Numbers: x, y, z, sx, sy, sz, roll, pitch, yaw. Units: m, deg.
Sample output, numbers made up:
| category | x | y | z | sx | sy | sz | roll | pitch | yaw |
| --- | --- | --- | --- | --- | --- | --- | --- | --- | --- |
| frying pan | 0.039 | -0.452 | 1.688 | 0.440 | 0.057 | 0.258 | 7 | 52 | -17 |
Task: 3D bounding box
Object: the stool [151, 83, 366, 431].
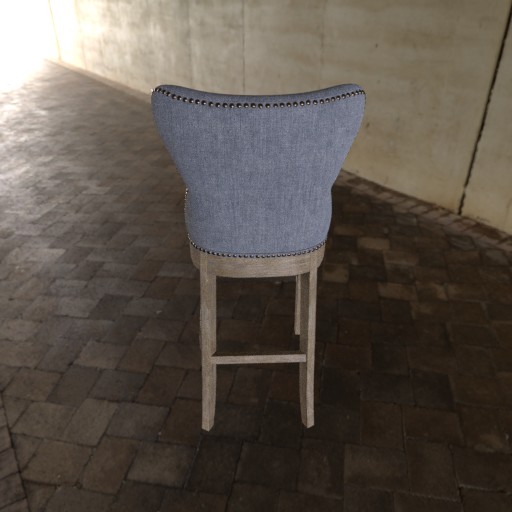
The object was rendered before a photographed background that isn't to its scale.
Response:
| category | x | y | z | sx | sy | sz | roll | pitch | yaw |
| --- | --- | --- | --- | --- | --- | --- | --- | --- | --- |
| stool | 0.000 | 0.000 | 1.449 | 0.494 | 1.123 | 0.606 | -1 | 30 | -2 |
